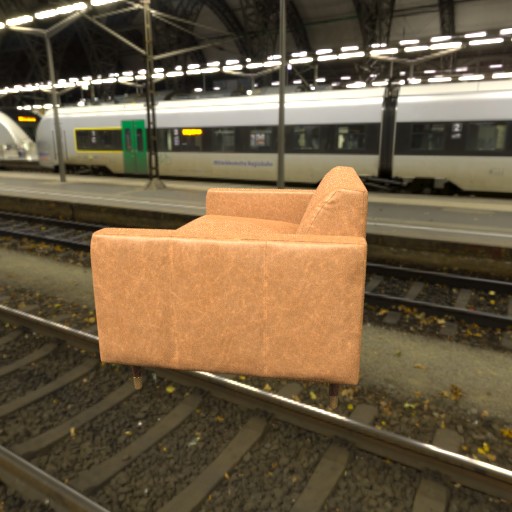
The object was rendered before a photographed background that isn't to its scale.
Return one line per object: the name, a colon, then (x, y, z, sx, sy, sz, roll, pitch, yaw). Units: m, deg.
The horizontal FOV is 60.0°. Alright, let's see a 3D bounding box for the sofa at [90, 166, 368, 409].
sofa: (0.000, 0.000, 2.205, 0.960, 0.820, 1.549, 3, 15, 10)
